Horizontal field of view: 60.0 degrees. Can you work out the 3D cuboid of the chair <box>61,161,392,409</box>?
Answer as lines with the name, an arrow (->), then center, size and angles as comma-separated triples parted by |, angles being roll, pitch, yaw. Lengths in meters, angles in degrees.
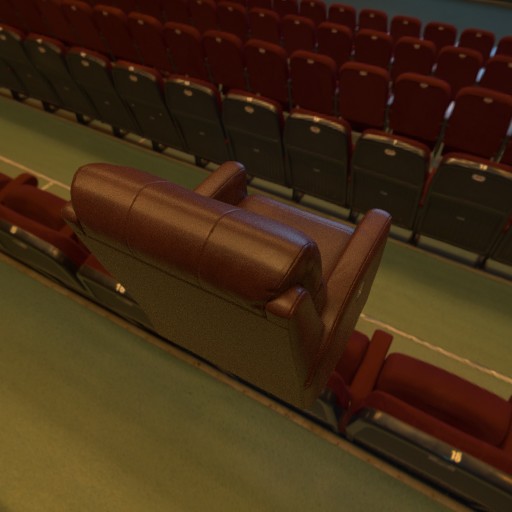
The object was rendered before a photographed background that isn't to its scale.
chair -> 0.000, 0.000, 1.653 | 0.787, 1.016, 0.939 | 22, 50, 20
